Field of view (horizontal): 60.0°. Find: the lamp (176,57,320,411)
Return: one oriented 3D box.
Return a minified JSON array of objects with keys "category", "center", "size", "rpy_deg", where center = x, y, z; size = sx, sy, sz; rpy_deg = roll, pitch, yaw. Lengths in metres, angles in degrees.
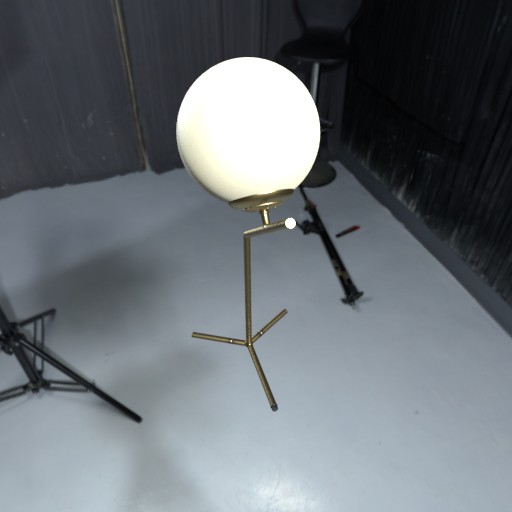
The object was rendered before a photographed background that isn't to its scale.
[{"category":"lamp","center":[0.000,0.000,0.678],"size":[0.210,0.552,0.251],"rpy_deg":[-12,42,-14]}]
